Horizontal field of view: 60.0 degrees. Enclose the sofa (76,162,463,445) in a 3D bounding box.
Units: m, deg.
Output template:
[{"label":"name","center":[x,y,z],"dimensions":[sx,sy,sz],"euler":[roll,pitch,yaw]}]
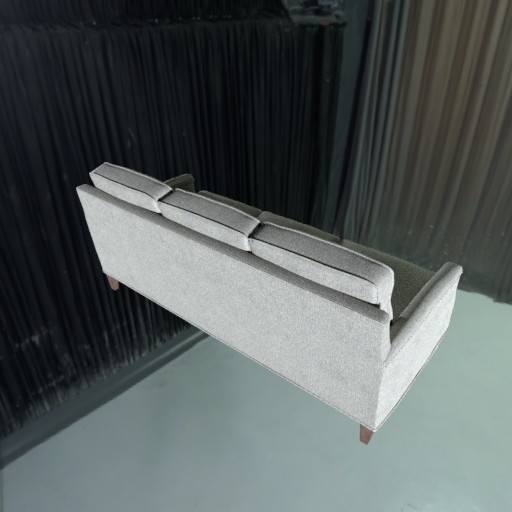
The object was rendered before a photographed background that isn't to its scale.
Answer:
[{"label":"sofa","center":[0.000,0.000,2.825],"dimensions":[2.246,1.003,1.084],"euler":[23,38,33]}]
